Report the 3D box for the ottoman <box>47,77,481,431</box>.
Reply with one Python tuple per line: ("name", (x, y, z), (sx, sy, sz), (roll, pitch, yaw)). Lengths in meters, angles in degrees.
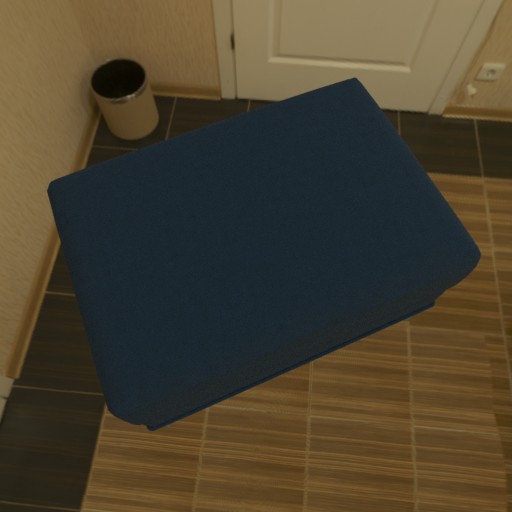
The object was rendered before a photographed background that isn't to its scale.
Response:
("ottoman", (0.000, 0.000, 1.167), (0.835, 0.498, 0.587), (-22, 67, -9))
